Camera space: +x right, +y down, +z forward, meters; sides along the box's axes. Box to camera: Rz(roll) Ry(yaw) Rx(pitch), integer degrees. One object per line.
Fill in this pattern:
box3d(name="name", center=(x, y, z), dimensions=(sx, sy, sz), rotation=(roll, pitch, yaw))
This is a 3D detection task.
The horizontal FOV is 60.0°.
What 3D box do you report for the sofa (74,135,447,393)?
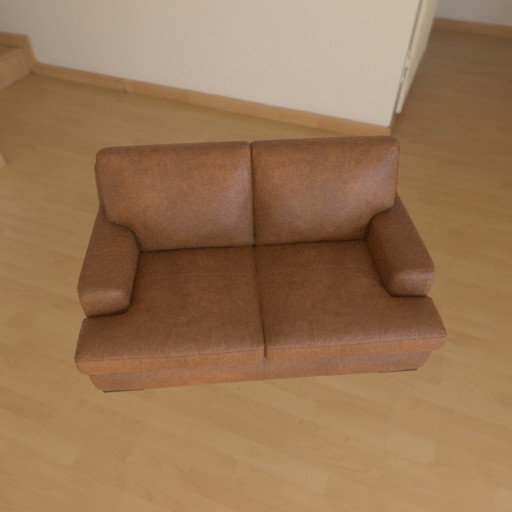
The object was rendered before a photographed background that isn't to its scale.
box3d(name="sofa", center=(0.000, 0.000, 2.464), dimensions=(1.880, 0.966, 1.144), rotation=(-3, 47, -3))
